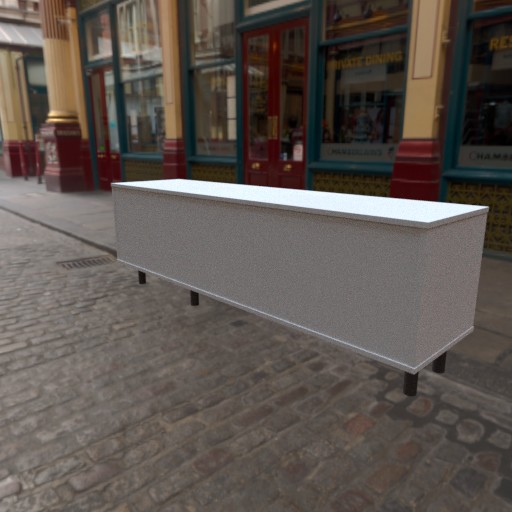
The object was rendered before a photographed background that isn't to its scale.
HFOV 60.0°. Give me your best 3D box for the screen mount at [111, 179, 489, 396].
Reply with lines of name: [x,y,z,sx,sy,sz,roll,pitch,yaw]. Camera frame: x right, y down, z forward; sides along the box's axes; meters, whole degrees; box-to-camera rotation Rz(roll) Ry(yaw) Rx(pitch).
screen mount: [0.000,0.000,1.811,0.418,0.520,1.600,-13,19,-43]
